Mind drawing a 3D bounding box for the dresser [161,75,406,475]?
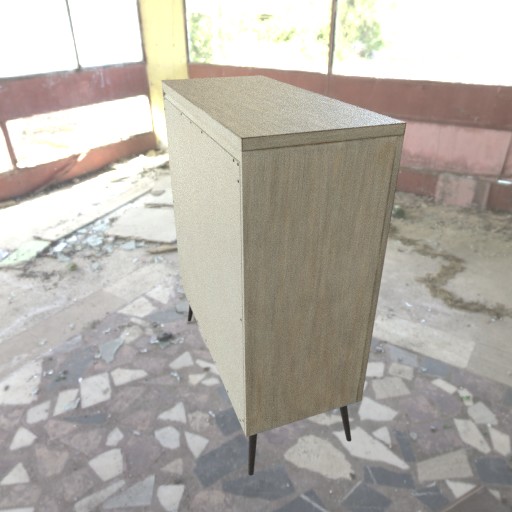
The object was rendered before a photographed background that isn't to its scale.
[{"bbox_3d":[0.000,0.000,1.776,0.457,1.219,1.016,-10,31,-18],"label":"dresser"}]
